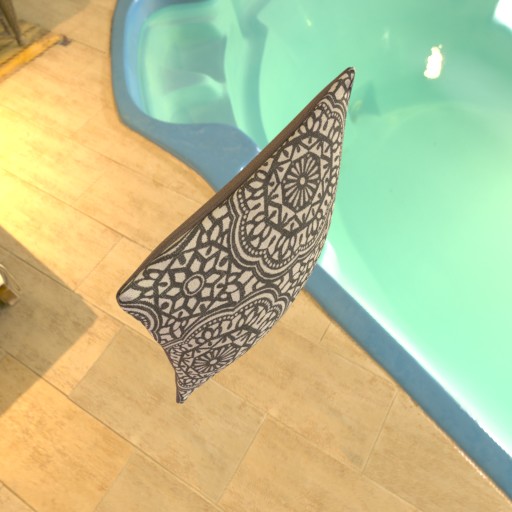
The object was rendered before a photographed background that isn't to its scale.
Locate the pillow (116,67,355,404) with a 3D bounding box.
[{"bbox_3d":[0.000,0.000,0.674,0.148,0.417,0.436,33,64,18],"label":"pillow"}]
